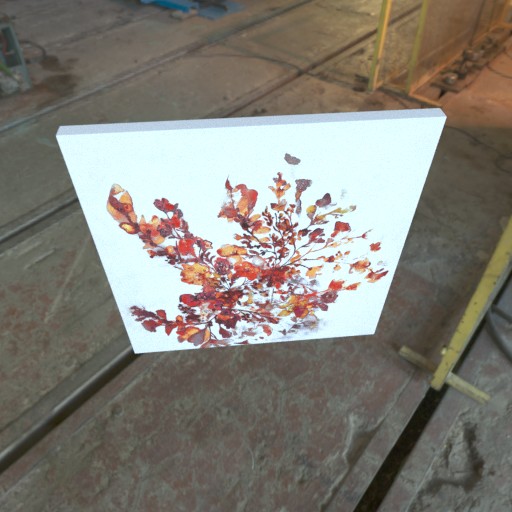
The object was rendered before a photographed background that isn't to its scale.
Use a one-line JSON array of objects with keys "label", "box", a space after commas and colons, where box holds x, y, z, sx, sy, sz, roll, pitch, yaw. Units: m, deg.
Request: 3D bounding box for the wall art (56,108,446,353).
[{"label": "wall art", "box": [0.000, 0.000, 1.137, 0.757, 0.757, 0.037, -4, 46, -4]}]
